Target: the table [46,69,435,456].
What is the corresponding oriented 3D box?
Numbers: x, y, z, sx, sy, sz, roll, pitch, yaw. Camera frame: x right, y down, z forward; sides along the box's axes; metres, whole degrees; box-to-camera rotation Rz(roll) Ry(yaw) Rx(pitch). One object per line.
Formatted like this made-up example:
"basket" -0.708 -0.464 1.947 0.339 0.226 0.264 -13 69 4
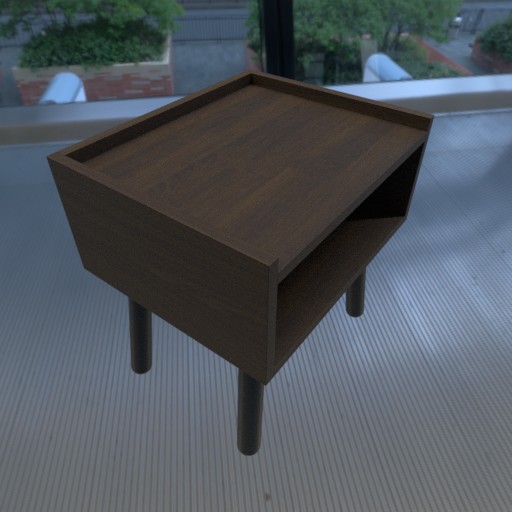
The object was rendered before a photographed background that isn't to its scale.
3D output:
"table" 0.000 0.000 0.802 0.370 0.470 0.450 26 47 27
